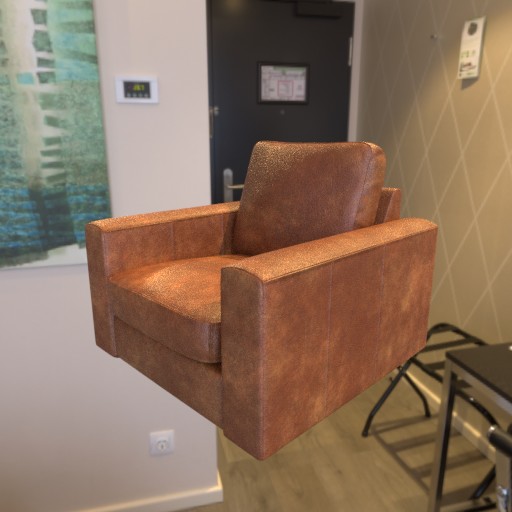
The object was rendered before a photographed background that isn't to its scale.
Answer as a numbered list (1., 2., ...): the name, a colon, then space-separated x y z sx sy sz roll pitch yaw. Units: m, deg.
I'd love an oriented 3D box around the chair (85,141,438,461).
1. chair: 0.000 0.000 1.750 1.016 0.873 1.005 -14 20 -43
